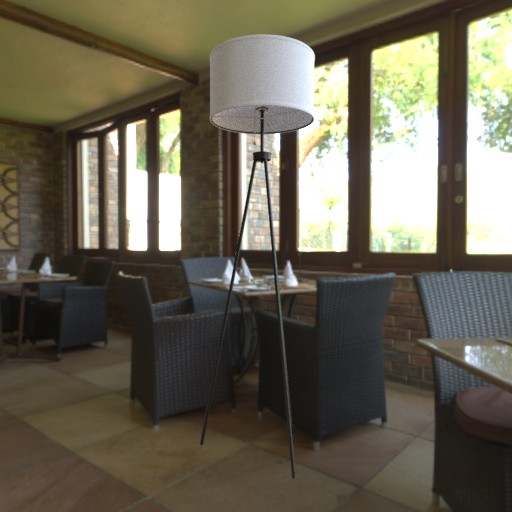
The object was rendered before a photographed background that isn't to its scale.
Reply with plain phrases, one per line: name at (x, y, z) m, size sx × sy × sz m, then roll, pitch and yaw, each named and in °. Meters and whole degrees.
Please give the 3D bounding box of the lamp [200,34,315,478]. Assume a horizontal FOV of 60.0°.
lamp at (0.000, 0.000, 1.748) m, size 0.458 × 1.545 × 0.448 m, roll 0°, pitch 2°, yaw -1°
